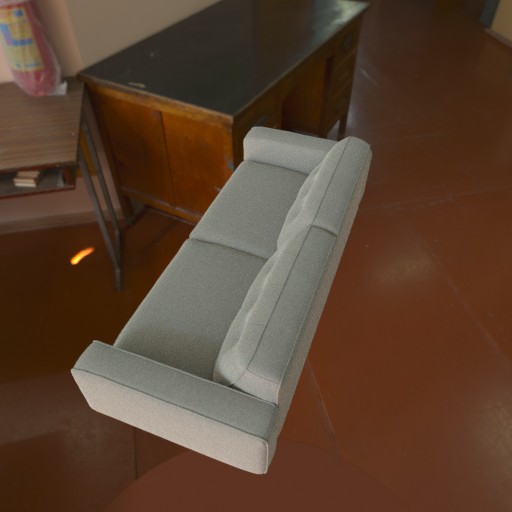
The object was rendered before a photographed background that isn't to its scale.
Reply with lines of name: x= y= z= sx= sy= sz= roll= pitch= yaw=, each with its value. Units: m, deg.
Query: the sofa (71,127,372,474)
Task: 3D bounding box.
sofa: x=0.000 y=0.000 z=2.707 sx=0.956 sy=0.781 sz=2.270 roll=15 pitch=48 yaw=14
